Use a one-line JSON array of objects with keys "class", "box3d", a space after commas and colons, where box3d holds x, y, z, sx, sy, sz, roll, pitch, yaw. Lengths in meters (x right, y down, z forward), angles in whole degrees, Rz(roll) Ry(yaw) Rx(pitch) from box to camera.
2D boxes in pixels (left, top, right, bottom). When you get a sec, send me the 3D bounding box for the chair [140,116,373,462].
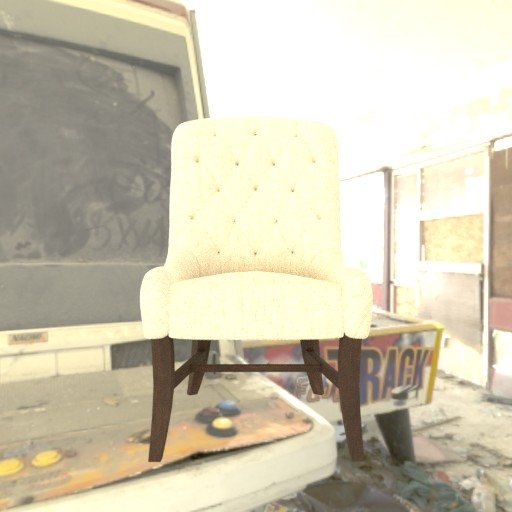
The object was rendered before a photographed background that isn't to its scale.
[{"class": "chair", "box3d": [0.000, 0.000, 1.485, 0.634, 1.091, 0.629, 0, 0, 0]}]
